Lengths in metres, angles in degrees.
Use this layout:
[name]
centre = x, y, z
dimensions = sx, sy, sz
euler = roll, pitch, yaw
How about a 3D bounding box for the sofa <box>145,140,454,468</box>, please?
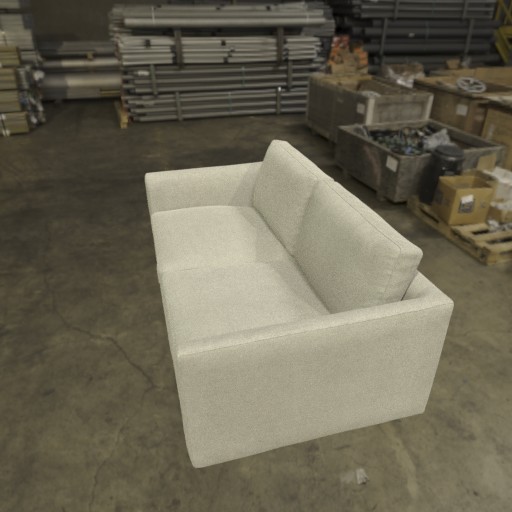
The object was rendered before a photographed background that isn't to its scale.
[sofa]
centre = 0.000, 0.000, 2.486
dimensions = 1.091, 0.839, 1.905
euler = -8, 31, -13
